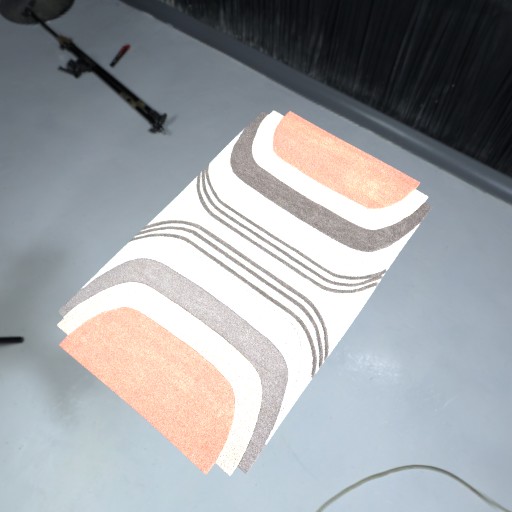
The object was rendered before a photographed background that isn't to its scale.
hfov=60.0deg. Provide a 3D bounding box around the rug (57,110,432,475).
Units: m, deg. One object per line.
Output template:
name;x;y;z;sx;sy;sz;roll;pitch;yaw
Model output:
rug;0.000;0.000;2.999;1.530;0.017;2.446;34;68;16
